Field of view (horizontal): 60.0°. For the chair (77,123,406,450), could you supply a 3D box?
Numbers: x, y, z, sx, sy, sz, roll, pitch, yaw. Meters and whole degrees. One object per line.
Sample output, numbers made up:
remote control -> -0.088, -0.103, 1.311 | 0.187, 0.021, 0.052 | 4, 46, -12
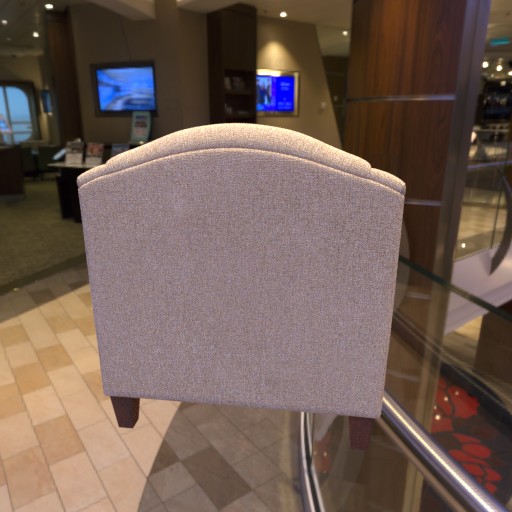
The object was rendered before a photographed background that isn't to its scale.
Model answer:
chair -> 0.000, 0.000, 1.442 | 0.763, 0.839, 0.787 | 2, 18, 7
